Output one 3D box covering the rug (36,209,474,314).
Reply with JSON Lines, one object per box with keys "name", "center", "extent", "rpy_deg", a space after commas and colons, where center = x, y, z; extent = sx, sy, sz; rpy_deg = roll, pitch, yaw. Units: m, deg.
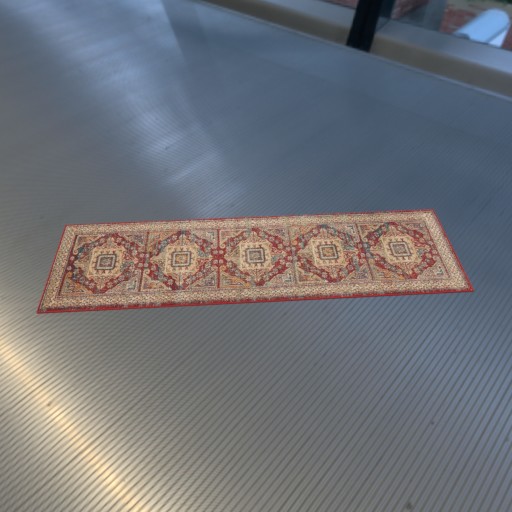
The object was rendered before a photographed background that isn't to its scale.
{"name": "rug", "center": [0.000, 0.000, 2.537], "extent": [2.292, 0.015, 0.659], "rpy_deg": [-3, 48, -2]}
